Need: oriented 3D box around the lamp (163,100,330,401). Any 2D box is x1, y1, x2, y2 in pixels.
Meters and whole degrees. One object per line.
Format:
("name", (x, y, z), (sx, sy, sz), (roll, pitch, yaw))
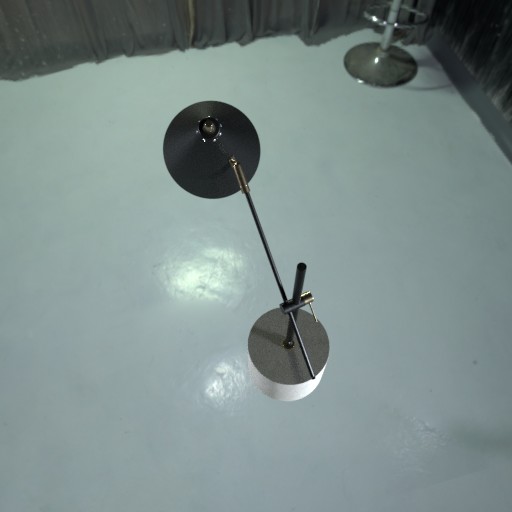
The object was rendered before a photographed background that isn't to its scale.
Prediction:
("lamp", (0.000, 0.000, 0.729), (0.214, 0.518, 0.403), (-14, 59, -9))
